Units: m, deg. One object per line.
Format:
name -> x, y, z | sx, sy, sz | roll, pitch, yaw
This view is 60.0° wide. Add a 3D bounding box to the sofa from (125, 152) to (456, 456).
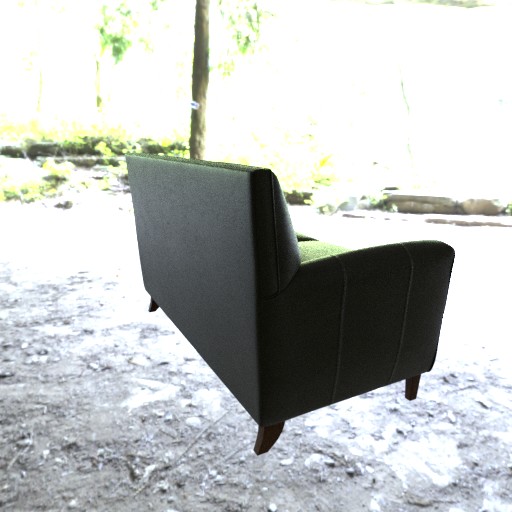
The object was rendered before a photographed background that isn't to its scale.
sofa -> 0.000, 0.000, 1.965 | 0.787, 0.871, 1.473 | -8, 17, -26
